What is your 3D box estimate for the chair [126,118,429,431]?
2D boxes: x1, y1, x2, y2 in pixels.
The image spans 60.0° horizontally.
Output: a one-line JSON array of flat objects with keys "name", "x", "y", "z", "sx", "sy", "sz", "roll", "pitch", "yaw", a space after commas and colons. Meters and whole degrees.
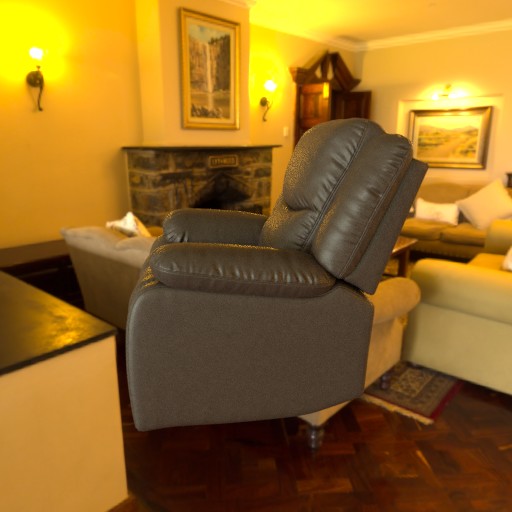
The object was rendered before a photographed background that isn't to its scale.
[{"name": "chair", "x": 0.000, "y": 0.000, "z": 1.706, "sx": 0.934, "sy": 1.009, "sz": 0.899, "roll": -2, "pitch": 15, "yaw": -8}]
